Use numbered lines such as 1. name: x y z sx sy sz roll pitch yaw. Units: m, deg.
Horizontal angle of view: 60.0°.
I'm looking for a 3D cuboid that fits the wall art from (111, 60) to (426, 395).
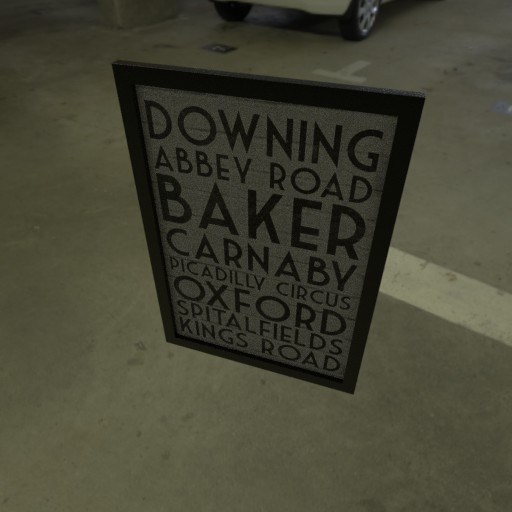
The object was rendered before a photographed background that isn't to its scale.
1. wall art: 0.000 0.000 0.550 0.304 0.432 0.013 12 41 14
